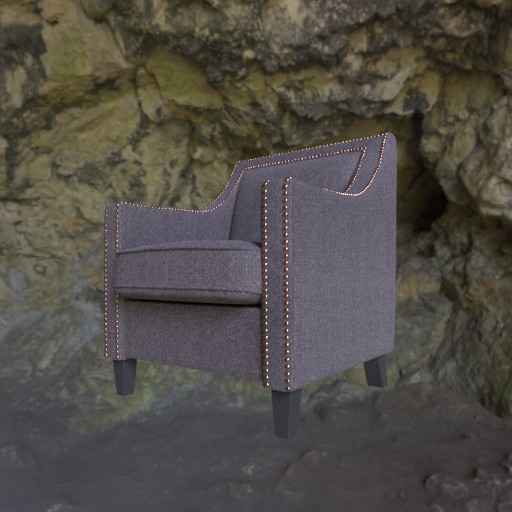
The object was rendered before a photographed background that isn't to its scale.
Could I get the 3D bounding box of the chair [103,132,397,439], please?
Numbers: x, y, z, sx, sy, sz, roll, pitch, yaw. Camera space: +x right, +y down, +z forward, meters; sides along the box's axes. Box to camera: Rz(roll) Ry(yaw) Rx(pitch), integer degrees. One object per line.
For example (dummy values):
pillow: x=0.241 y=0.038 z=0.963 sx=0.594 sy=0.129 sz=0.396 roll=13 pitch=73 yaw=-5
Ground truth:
chair: x=0.000 y=0.000 z=1.618 sx=0.776 sy=0.967 sz=0.884 roll=-2 pitch=-3 yaw=36
